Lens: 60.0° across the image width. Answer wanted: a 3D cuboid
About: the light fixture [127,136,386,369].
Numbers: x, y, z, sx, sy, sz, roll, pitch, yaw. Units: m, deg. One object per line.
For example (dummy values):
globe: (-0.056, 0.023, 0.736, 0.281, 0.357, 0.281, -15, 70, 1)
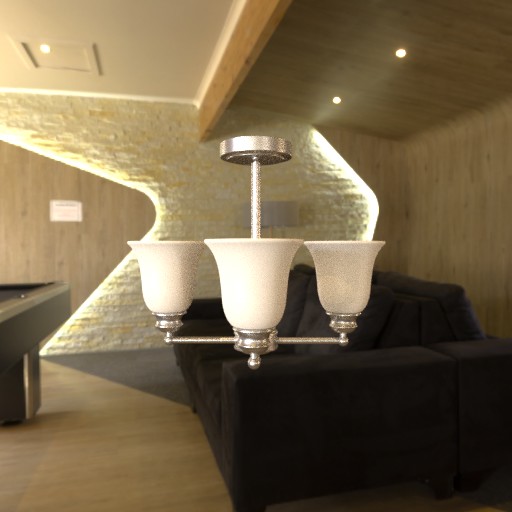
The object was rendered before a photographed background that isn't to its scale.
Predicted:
light fixture: (0.000, 0.000, 0.743, 0.427, 0.370, 0.427, 0, 1, 1)
